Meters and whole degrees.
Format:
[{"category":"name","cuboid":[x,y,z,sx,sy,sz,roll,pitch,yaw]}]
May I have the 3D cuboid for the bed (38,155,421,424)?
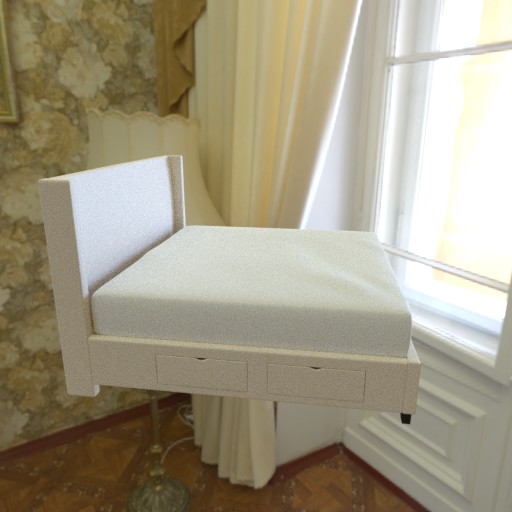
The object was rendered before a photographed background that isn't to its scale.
[{"category":"bed","cuboid":[0.000,0.000,3.663,2.293,1.471,2.145,3,17,8]}]
